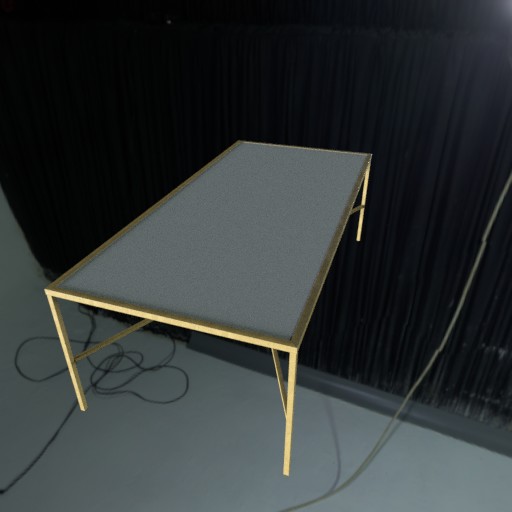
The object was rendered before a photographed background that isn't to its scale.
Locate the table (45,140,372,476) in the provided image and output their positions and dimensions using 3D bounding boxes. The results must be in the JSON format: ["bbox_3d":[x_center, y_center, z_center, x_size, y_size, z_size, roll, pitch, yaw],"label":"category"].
[{"bbox_3d":[0.000,0.000,1.497,0.580,0.398,1.206,10,32,16],"label":"table"}]
